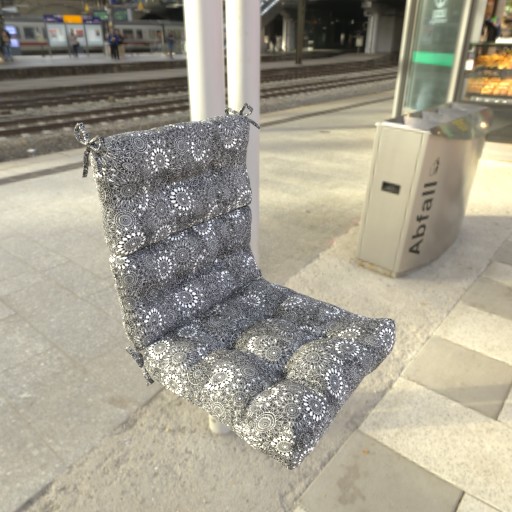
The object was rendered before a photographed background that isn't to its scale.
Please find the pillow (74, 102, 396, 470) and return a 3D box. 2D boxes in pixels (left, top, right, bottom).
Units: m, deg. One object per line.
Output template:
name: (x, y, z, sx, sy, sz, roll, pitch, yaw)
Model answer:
pillow: (0.000, 0.000, 1.024, 0.571, 0.605, 0.519, 19, 32, 34)
